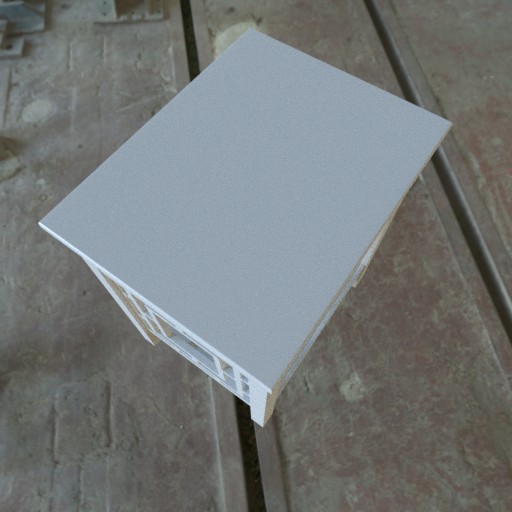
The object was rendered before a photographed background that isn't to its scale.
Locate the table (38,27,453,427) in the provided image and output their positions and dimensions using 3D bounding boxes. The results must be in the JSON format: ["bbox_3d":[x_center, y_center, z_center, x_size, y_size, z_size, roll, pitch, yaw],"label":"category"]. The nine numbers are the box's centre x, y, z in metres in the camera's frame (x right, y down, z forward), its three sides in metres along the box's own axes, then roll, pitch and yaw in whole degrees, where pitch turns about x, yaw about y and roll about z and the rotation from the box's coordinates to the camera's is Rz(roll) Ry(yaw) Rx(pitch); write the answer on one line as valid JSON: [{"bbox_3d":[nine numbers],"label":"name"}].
[{"bbox_3d":[0.000,0.000,1.019,0.451,0.646,0.564,32,68,15],"label":"table"}]
